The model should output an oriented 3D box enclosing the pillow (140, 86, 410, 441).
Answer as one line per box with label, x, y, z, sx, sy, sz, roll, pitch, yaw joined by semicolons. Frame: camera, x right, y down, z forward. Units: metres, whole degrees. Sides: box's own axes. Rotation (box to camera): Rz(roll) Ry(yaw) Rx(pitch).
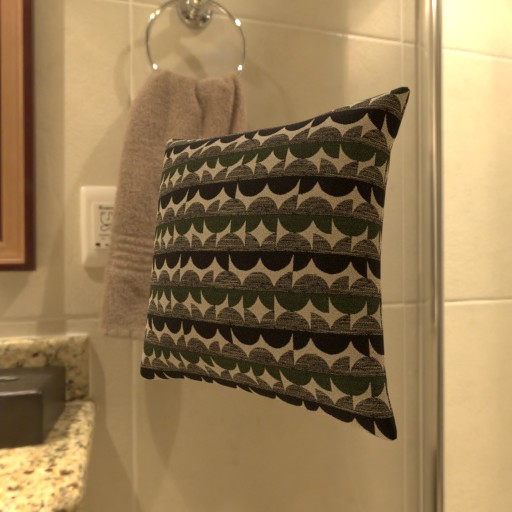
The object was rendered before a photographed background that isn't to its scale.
pillow;0.000;0.000;0.628;0.419;0.404;0.180;0;0;36
